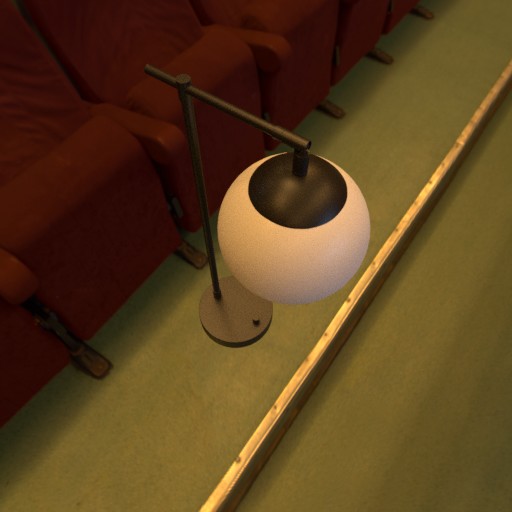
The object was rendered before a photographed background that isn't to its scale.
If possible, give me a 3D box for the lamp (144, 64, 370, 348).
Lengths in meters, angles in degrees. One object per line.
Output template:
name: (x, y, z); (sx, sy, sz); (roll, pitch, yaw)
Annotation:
lamp: (0.000, 0.000, 0.701); (0.316, 0.559, 0.197); (31, 63, 18)
